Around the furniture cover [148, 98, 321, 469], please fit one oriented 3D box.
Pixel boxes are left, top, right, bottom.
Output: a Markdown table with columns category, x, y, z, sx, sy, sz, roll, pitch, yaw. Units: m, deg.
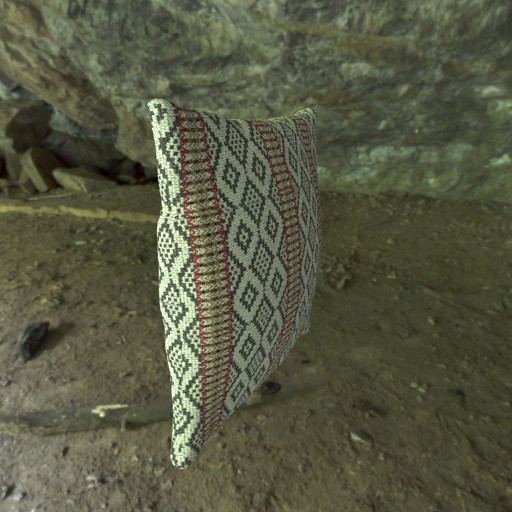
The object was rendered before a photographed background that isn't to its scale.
| category | x | y | z | sx | sy | sz | roll | pitch | yaw |
| --- | --- | --- | --- | --- | --- | --- | --- | --- | --- |
| furniture cover | 0.000 | 0.000 | 0.778 | 0.182 | 0.506 | 0.503 | 8 | 19 | 26 |
